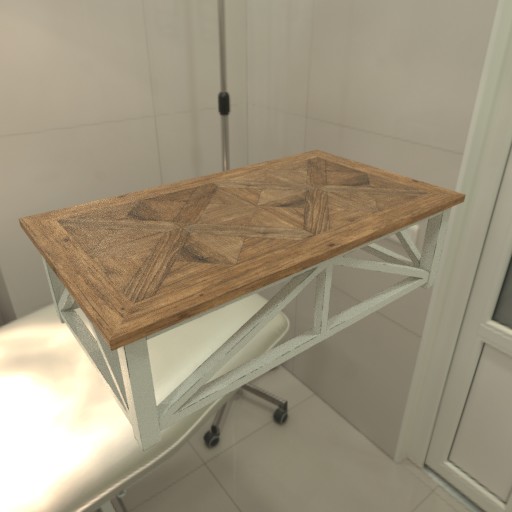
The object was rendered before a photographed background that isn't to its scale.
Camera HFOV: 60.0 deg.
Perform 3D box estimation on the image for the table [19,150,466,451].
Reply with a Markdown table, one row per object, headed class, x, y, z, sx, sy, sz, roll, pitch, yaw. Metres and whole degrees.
| class | x | y | z | sx | sy | sz | roll | pitch | yaw |
| --- | --- | --- | --- | --- | --- | --- | --- | --- | --- |
| table | 0.000 | 0.000 | 1.686 | 1.400 | 0.410 | 0.800 | -20 | 35 | -32 |
